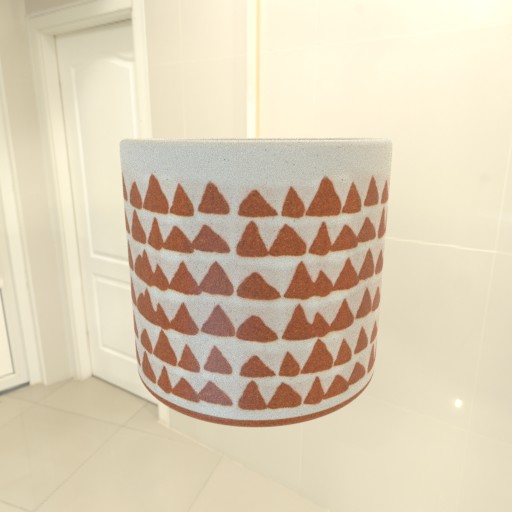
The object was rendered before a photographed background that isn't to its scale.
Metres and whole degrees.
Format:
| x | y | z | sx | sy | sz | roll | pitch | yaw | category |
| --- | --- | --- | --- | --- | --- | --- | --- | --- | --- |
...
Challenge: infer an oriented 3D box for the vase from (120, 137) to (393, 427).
| x | y | z | sx | sy | sz | roll | pitch | yaw | category |
| --- | --- | --- | --- | --- | --- | --- | --- | --- | --- |
| 0.000 | 0.000 | 0.248 | 0.137 | 0.127 | 0.137 | 0 | 16 | 0 | vase |
